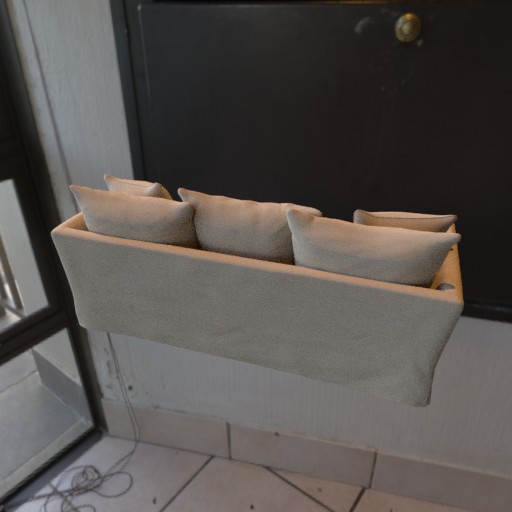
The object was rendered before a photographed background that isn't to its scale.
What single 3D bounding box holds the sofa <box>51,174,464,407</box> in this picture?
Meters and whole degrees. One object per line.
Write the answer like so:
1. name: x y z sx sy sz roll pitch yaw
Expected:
1. sofa: 0.000 0.000 3.026 2.499 1.047 1.046 9 31 16
